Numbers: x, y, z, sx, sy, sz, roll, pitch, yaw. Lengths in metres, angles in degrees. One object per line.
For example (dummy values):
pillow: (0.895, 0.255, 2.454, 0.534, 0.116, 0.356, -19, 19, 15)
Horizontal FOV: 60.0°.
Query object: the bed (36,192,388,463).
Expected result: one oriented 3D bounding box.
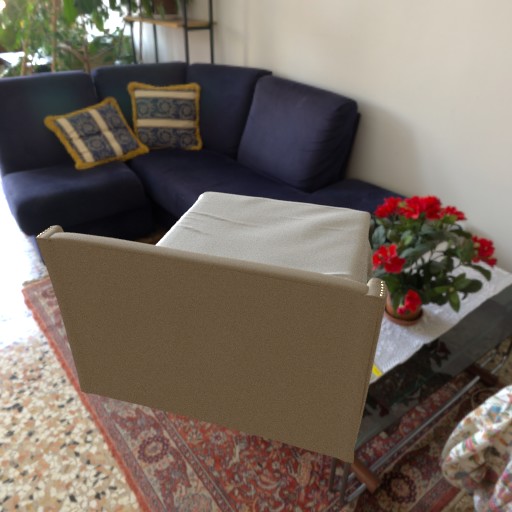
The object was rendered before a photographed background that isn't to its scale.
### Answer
bed: (0.000, 0.000, 3.484, 1.925, 1.332, 2.276, 9, 34, 14)
